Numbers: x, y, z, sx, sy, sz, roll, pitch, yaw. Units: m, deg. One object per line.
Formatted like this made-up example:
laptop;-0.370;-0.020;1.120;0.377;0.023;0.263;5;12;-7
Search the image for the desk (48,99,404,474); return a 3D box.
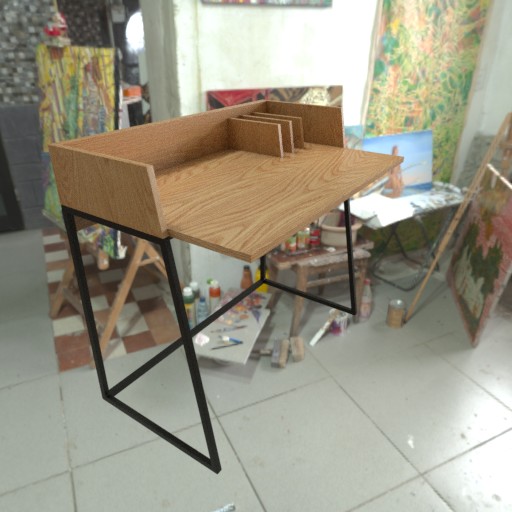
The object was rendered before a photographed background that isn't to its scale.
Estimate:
desk;0.000;0.000;1.861;0.769;1.061;1.191;18;32;31
